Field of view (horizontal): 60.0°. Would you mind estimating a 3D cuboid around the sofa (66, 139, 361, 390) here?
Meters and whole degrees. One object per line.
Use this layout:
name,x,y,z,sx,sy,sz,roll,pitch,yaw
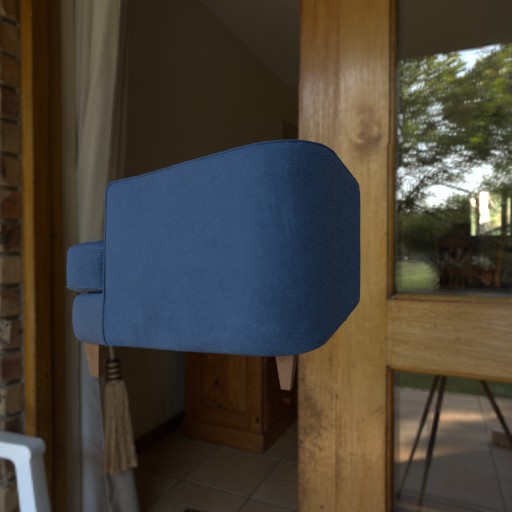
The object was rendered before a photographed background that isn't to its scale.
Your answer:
sofa,0.000,0.000,2.270,0.941,0.854,1.733,1,2,19
